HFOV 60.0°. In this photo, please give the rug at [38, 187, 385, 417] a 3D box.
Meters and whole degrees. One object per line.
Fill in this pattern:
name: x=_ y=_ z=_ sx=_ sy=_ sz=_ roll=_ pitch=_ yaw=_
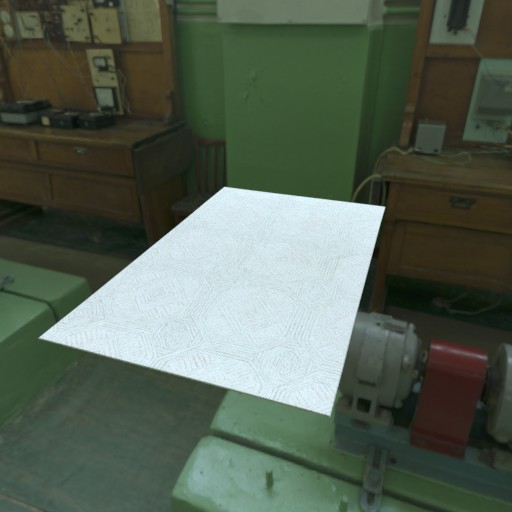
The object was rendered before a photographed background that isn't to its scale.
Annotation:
rug: x=0.000 y=0.000 z=3.076 sx=1.524 sy=0.008 sz=2.440 roll=10 pitch=30 yaw=17
